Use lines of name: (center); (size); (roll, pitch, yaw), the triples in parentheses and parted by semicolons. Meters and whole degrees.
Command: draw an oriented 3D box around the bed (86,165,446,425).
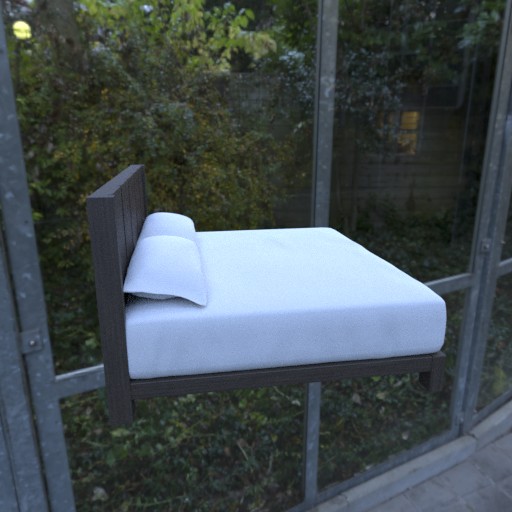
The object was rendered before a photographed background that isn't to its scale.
bed: (0.000, 0.000, 3.464); (2.012, 1.270, 2.134); (-3, 16, -9)
